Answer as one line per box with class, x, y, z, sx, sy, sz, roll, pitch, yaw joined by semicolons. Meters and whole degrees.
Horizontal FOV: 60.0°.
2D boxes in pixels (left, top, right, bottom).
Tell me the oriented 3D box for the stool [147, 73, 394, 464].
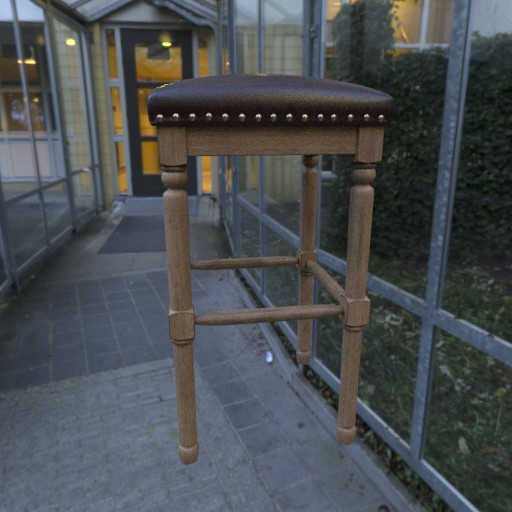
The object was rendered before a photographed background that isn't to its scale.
stool;0.000;0.000;0.924;0.383;0.702;0.382;-3;17;-9
